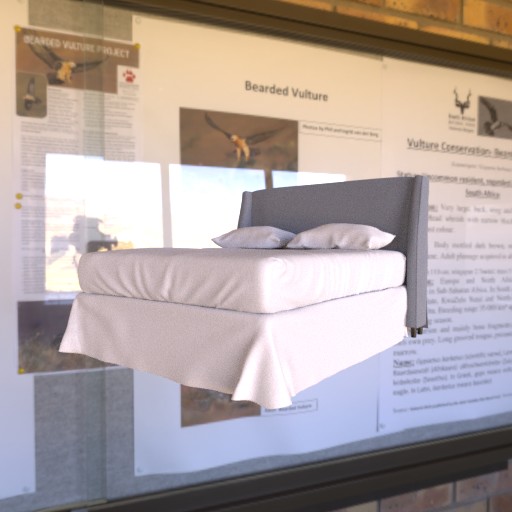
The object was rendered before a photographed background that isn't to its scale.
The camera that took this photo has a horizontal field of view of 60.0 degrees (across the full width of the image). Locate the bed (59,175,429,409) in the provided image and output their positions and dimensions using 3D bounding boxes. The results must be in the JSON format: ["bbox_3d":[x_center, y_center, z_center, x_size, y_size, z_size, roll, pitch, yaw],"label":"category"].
[{"bbox_3d":[0.000,0.000,3.386,1.925,1.332,2.276,1,2,38],"label":"bed"}]
